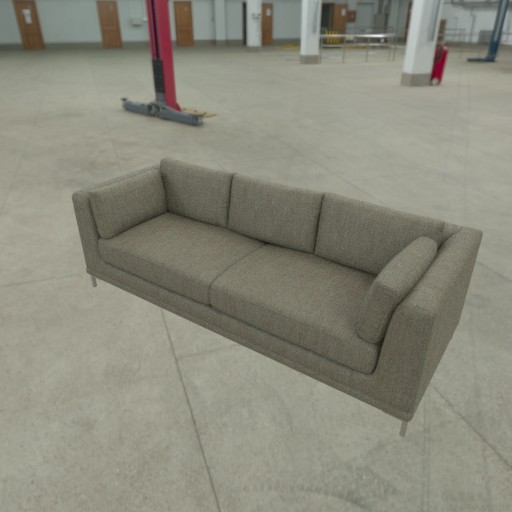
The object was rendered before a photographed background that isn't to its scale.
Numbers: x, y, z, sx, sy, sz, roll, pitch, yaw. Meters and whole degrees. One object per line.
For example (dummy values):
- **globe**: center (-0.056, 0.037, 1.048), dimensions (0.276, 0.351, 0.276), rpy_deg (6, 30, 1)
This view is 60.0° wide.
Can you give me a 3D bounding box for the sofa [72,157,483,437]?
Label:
- **sofa**: center (0.000, 0.000, 2.872), dimensions (2.415, 0.867, 0.969), rpy_deg (18, 34, 30)
